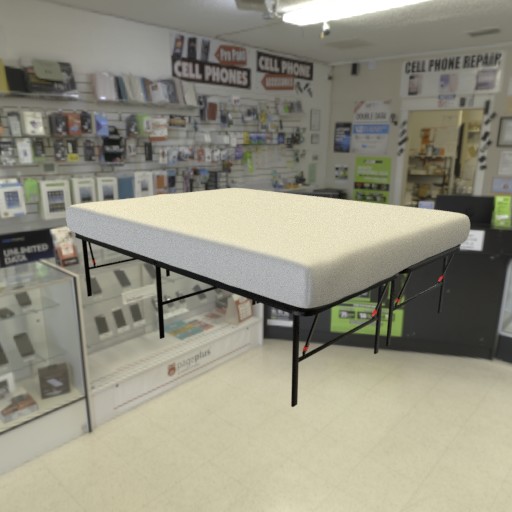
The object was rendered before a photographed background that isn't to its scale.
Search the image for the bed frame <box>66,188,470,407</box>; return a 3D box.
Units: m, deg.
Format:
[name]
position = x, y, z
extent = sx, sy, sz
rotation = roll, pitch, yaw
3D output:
[bed frame]
position = 0.000, 0.000, 2.869
extent = 2.151, 0.667, 1.584
rotation = 14, 21, 43
